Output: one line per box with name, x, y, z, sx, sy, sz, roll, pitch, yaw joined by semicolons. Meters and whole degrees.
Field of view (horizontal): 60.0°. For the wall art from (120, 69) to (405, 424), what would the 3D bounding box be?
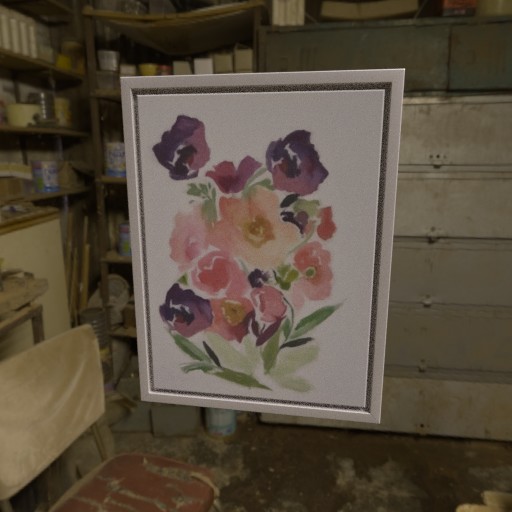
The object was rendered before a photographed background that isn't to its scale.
wall art;0.000;0.000;1.374;0.805;1.056;0.042;2;13;9
